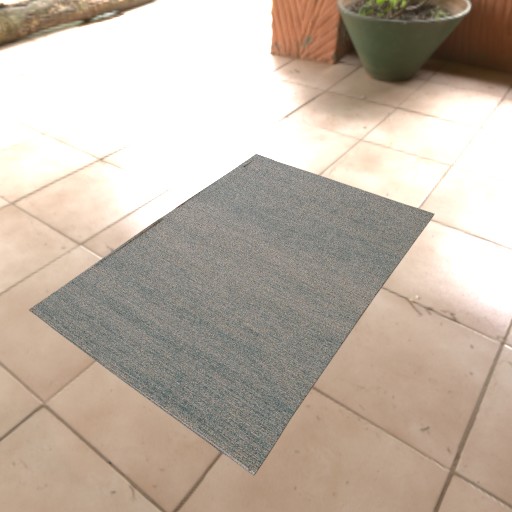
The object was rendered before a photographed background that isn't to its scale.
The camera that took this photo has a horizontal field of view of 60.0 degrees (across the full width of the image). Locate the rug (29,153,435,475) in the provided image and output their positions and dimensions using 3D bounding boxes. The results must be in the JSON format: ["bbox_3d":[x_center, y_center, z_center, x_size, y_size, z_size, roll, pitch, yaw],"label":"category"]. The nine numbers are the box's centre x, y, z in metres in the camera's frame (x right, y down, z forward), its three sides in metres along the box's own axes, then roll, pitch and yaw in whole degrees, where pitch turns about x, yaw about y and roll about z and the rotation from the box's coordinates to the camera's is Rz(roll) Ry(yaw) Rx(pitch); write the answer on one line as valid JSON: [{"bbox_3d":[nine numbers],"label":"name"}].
[{"bbox_3d":[0.000,0.000,2.923,1.613,0.030,2.306,25,47,26],"label":"rug"}]
